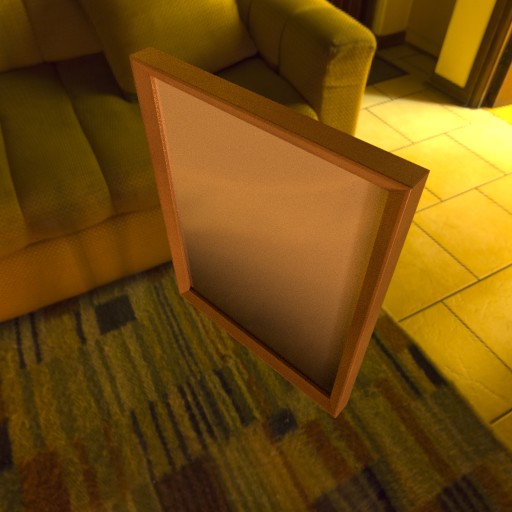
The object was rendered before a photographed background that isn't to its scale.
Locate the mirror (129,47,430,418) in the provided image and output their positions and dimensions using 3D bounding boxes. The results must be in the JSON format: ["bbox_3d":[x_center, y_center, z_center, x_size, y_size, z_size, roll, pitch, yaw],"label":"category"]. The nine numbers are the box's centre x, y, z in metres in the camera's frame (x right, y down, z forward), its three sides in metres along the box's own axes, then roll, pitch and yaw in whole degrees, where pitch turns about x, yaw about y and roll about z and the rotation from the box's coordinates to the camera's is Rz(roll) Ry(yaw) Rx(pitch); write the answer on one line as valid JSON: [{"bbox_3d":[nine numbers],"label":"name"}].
[{"bbox_3d":[0.000,0.000,0.681,0.406,0.509,0.041,33,56,27],"label":"mirror"}]
